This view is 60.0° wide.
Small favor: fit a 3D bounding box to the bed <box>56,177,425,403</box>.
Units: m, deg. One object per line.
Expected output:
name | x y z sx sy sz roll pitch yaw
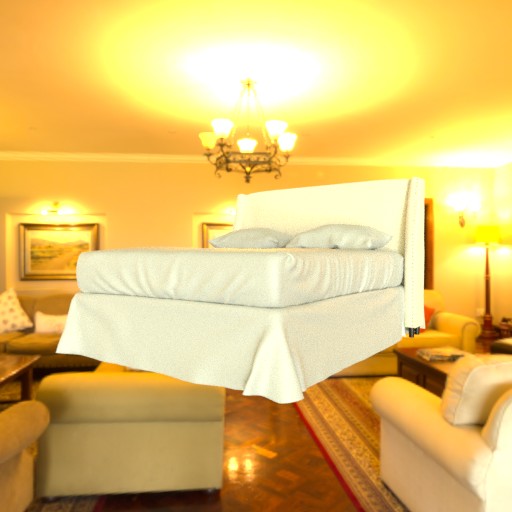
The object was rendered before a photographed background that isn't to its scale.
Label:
bed | 0.000 0.000 3.377 1.925 1.332 2.276 0 0 35
